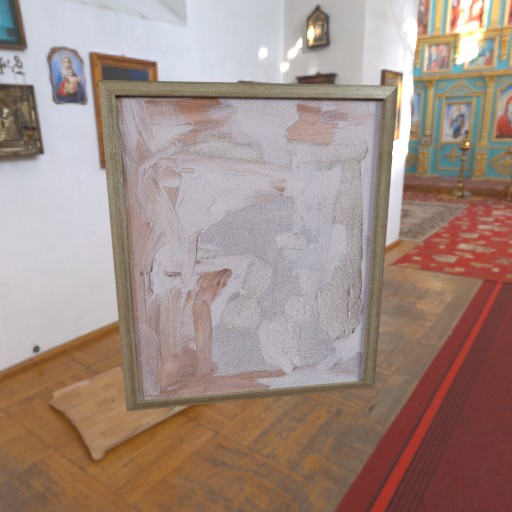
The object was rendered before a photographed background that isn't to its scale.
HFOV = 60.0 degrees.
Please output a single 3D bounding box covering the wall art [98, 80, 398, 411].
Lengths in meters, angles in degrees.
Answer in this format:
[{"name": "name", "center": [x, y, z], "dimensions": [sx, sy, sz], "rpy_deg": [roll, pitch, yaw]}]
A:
[{"name": "wall art", "center": [0.000, 0.000, 0.903], "dimensions": [0.559, 0.660, 0.018], "rpy_deg": [-2, 15, -9]}]
